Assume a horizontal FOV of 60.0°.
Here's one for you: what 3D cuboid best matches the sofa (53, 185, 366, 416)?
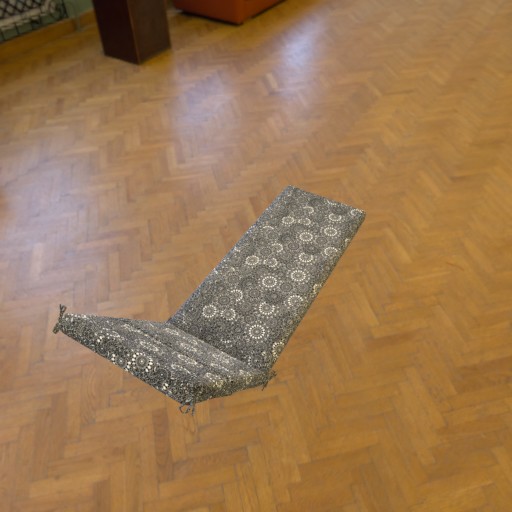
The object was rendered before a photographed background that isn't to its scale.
[{"bbox_3d":[0.000,0.000,1.983,0.582,0.622,1.663,23,51,20],"label":"sofa"}]
